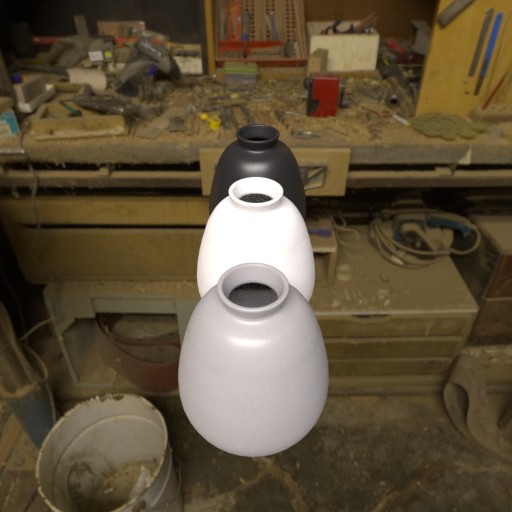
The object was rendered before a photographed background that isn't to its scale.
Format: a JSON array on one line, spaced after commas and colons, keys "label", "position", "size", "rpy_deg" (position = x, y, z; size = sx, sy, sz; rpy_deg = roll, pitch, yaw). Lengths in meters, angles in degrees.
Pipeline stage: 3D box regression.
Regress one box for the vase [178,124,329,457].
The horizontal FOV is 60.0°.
[{"label": "vase", "position": [0.000, 0.000, 0.356], "size": [0.097, 0.122, 0.297], "rpy_deg": [1, 39, 1]}]
